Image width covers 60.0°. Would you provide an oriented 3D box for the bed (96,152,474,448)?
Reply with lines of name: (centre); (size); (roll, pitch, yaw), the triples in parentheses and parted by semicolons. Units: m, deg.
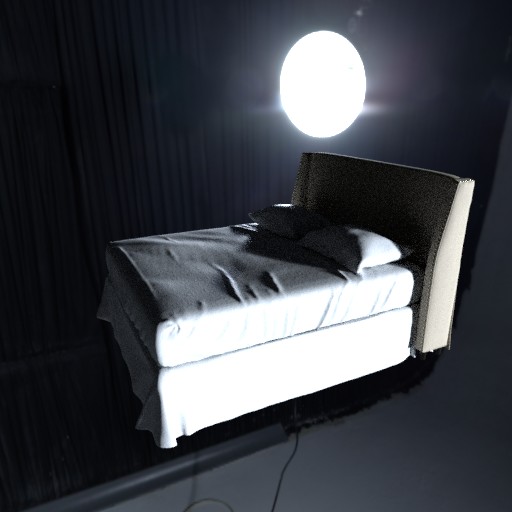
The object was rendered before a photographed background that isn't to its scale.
bed: (0.000, 0.000, 3.420); (2.276, 1.332, 1.925); (-9, 21, -25)
